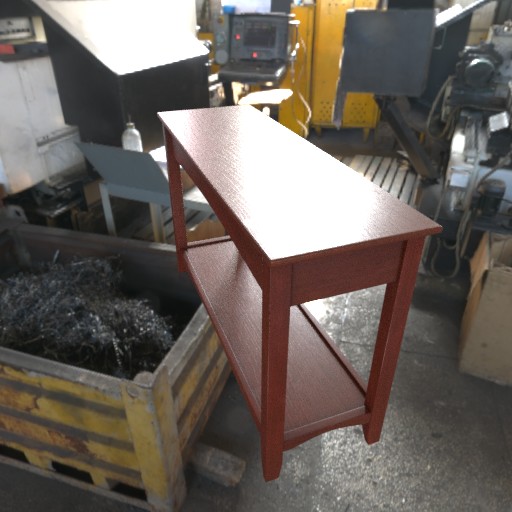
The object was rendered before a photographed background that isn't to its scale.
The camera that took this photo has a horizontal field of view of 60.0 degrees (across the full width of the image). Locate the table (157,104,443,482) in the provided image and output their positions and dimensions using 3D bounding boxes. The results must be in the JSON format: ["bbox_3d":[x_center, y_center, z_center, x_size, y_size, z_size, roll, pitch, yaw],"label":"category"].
[{"bbox_3d":[0.000,0.000,1.534,0.392,0.739,1.188,-11,33,-18],"label":"table"}]
